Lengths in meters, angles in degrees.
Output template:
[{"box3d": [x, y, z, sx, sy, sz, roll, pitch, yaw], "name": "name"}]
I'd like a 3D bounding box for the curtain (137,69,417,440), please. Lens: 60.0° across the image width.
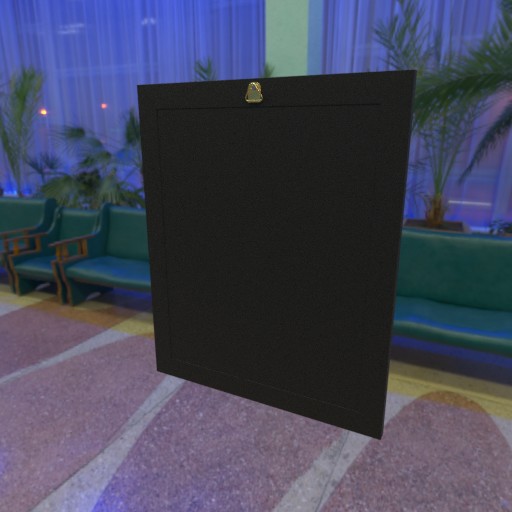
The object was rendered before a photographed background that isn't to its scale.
[{"box3d": [0.000, 0.000, 0.783, 0.483, 0.585, 0.027, 8, 18, 26], "name": "curtain"}]
